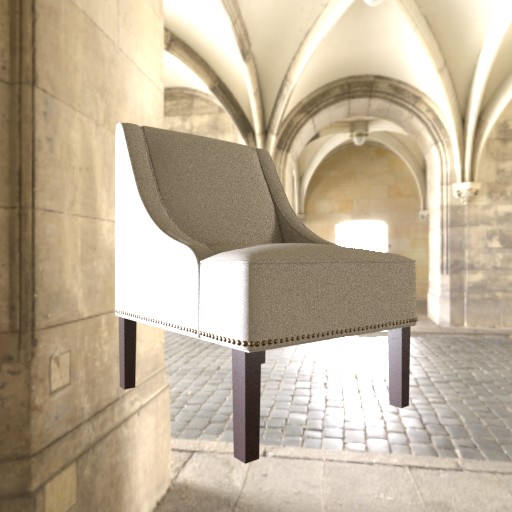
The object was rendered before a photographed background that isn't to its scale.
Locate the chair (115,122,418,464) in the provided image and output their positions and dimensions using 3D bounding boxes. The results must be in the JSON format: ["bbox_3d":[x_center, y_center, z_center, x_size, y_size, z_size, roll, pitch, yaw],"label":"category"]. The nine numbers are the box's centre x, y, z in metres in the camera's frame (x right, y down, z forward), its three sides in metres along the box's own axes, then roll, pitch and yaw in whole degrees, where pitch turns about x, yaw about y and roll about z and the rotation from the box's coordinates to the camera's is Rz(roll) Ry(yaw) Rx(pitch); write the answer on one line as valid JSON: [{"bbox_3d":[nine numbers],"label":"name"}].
[{"bbox_3d":[0.000,0.000,1.363,0.628,0.872,0.748,0,0,-38],"label":"chair"}]
